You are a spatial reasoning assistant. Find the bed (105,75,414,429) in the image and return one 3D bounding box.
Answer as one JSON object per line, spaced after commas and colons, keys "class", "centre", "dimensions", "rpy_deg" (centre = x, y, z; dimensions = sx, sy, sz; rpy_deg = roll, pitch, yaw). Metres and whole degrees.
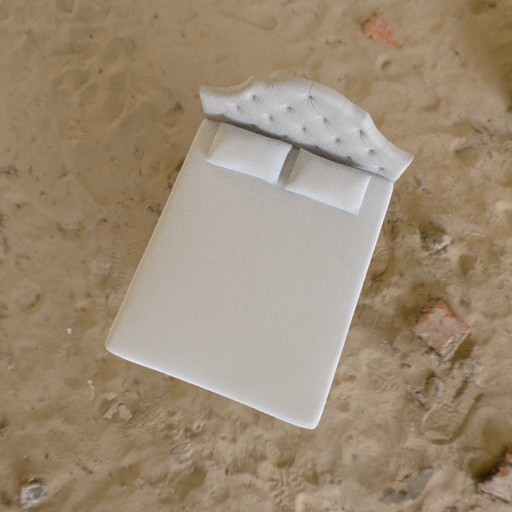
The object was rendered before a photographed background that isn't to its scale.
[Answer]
{"class": "bed", "centre": [0.000, 0.000, 3.834], "dimensions": [2.039, 1.617, 2.477], "rpy_deg": [20, 78, 5]}
